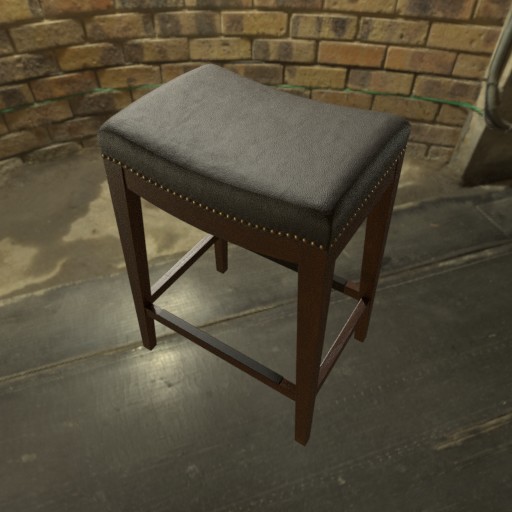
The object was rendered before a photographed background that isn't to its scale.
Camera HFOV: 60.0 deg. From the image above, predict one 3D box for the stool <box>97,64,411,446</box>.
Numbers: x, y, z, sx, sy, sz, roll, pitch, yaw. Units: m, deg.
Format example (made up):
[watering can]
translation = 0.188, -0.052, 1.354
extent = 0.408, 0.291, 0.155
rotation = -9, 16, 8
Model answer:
[stool]
translation = 0.000, 0.000, 0.964
extent = 0.490, 0.664, 0.353
rotation = 25, 50, 22
